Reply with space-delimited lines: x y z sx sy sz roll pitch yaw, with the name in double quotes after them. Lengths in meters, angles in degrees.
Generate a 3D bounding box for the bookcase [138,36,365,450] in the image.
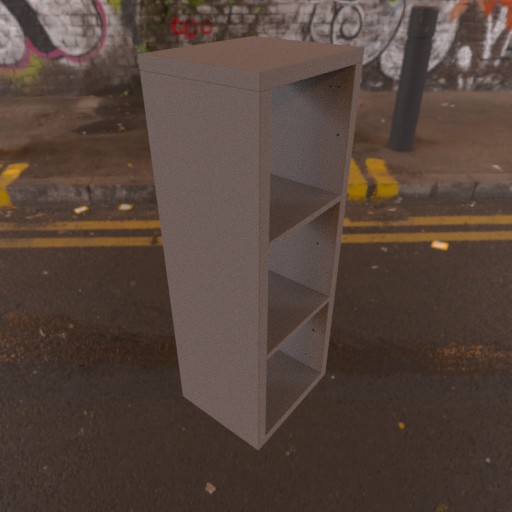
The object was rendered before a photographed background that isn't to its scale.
0.000 0.000 1.271 0.330 1.080 0.390 23 39 32 "bookcase"
